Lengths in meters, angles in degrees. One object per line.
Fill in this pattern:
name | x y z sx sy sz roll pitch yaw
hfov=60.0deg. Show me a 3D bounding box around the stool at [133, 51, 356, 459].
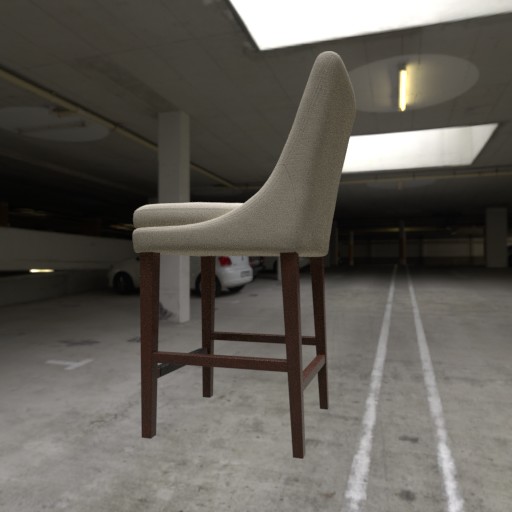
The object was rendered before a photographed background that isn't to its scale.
stool | 0.000 0.000 1.321 0.577 0.981 0.470 0 -1 18
